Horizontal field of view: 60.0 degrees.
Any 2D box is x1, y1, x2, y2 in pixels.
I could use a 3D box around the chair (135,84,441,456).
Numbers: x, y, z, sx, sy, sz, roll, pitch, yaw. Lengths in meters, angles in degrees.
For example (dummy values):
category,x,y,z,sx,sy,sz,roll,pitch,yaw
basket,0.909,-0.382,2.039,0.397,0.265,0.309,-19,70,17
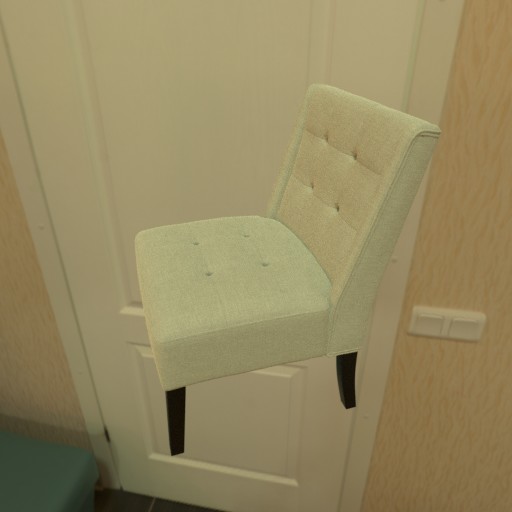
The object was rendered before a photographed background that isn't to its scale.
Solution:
category,x,y,z,sx,sy,sz,roll,pitch,yaw
chair,0.000,0.000,1.296,0.676,0.853,0.569,-9,32,-15
